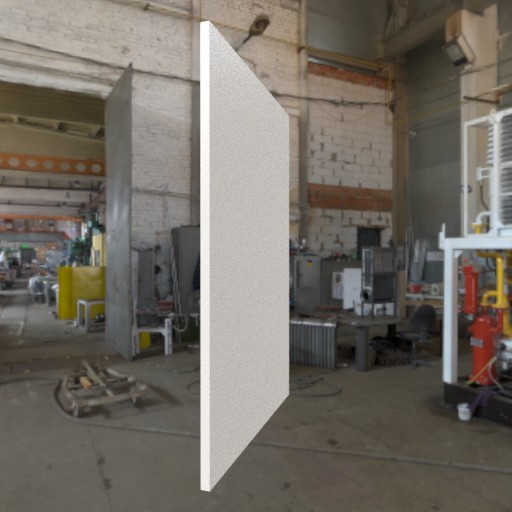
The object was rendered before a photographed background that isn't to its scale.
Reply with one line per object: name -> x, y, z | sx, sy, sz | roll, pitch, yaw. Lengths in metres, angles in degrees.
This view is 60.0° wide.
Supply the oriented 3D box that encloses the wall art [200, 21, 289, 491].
wall art -> 0.000, 0.000, 0.602 | 0.010, 0.474, 0.325 | 0, 0, 18
